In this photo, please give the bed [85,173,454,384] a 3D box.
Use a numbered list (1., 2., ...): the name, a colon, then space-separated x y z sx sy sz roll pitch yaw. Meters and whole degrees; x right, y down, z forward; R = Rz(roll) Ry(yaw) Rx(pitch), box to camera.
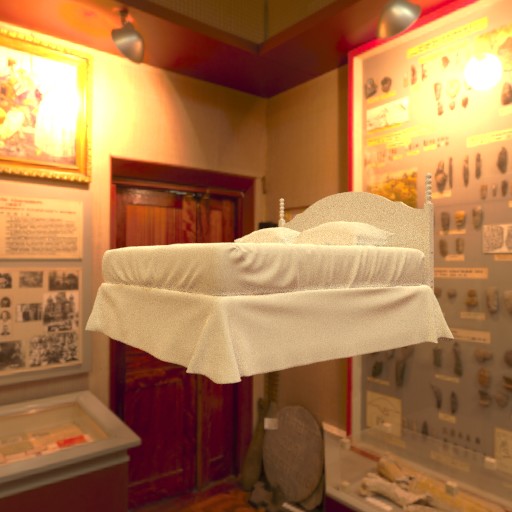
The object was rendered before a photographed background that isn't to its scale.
1. bed: 0.000 0.000 3.725 2.219 1.355 2.322 0 -1 -37
